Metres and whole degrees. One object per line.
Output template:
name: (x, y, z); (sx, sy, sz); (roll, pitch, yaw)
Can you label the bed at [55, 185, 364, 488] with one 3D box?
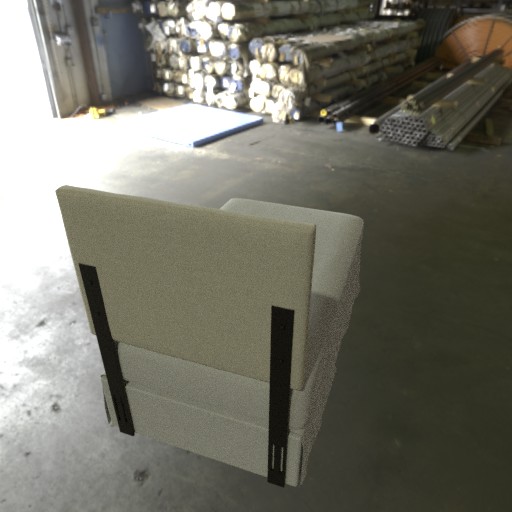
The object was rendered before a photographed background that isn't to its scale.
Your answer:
bed: (0.000, 0.000, 2.915); (1.261, 1.571, 1.997); (11, 33, 17)
